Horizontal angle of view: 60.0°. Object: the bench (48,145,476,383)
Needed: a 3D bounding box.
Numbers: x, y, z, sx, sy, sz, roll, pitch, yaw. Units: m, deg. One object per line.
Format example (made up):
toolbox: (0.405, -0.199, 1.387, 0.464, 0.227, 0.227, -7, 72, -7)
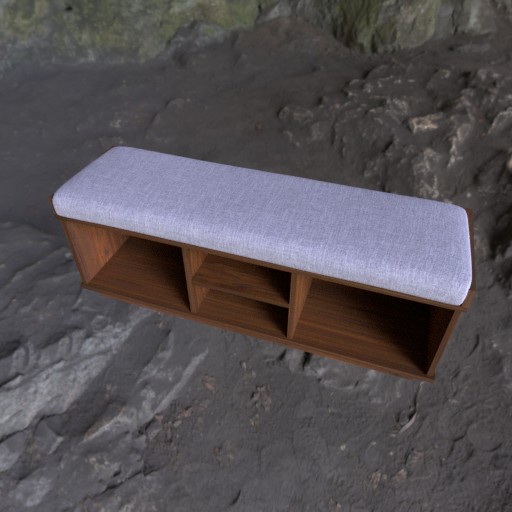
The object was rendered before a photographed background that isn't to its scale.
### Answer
bench: (0.000, 0.000, 1.425, 1.196, 0.468, 0.367, 13, 43, 14)
